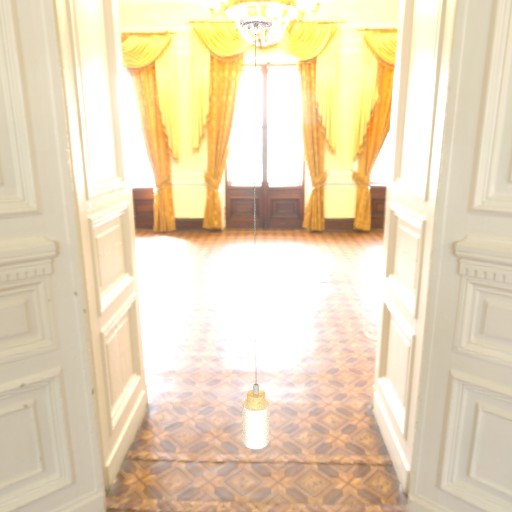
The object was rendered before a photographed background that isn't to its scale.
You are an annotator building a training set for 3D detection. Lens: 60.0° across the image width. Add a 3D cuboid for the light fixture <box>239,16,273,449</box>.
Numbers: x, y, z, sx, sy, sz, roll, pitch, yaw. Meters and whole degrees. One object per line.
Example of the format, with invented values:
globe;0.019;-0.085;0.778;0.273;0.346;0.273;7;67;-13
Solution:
light fixture;0.000;0.000;1.865;0.125;1.798;0.125;-14;20;-42
